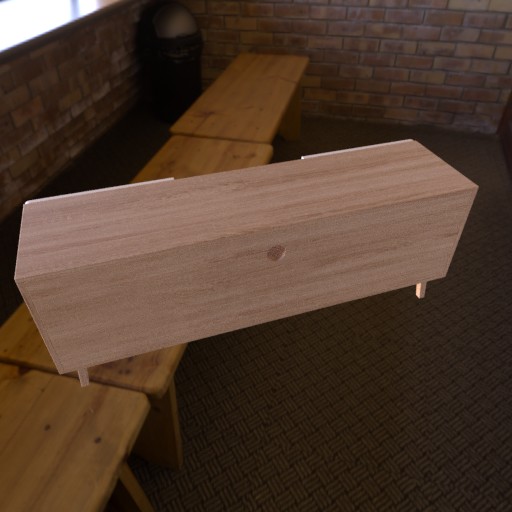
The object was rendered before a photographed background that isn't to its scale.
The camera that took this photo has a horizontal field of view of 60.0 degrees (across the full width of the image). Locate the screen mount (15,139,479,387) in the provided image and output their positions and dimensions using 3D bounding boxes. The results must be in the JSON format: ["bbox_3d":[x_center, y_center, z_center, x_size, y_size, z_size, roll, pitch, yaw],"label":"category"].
[{"bbox_3d":[0.000,0.000,1.700,1.500,0.570,0.420,-12,42,-14],"label":"screen mount"}]
